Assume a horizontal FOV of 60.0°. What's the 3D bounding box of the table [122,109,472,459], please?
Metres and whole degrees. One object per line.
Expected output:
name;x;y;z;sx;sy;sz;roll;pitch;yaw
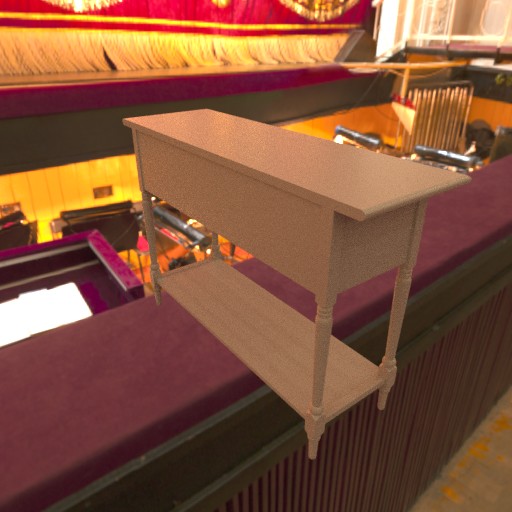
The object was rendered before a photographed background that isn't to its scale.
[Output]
table;0.000;0.000;1.559;0.384;0.808;1.197;-19;33;-32
